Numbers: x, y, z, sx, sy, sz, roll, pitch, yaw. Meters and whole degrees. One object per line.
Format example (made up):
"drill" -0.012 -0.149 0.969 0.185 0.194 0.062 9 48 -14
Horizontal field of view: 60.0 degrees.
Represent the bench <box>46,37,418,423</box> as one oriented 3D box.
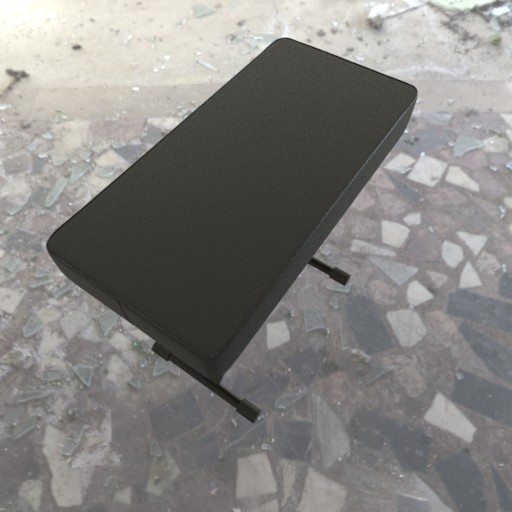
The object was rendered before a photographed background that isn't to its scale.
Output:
"bench" 0.000 0.000 0.914 0.300 0.561 0.600 30 62 18
